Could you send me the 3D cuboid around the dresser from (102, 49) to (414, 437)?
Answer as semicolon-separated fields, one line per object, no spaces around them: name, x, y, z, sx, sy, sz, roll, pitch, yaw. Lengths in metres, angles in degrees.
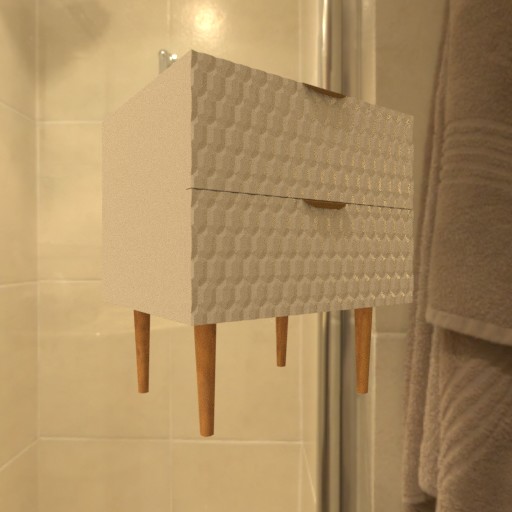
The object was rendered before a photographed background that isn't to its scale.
dresser;0.000;0.000;0.913;0.503;0.568;0.414;0;0;-36
